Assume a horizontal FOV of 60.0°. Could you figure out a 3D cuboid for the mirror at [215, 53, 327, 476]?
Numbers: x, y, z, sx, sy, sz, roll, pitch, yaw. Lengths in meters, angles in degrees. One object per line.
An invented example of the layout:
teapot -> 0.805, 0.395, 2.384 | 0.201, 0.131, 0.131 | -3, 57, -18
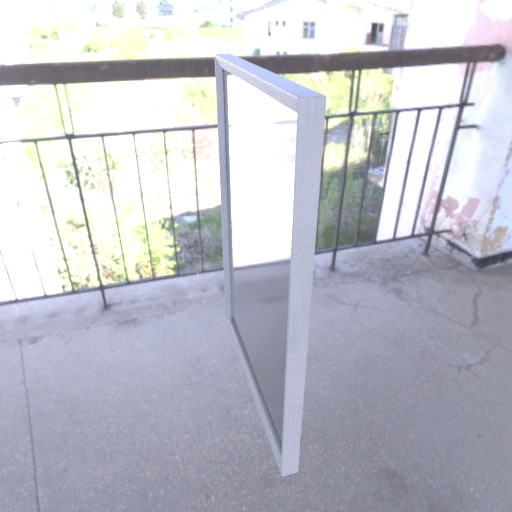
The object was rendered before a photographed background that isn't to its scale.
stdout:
mirror -> 0.000, 0.000, 0.907 | 0.039, 0.710, 0.507 | -8, 31, -14
